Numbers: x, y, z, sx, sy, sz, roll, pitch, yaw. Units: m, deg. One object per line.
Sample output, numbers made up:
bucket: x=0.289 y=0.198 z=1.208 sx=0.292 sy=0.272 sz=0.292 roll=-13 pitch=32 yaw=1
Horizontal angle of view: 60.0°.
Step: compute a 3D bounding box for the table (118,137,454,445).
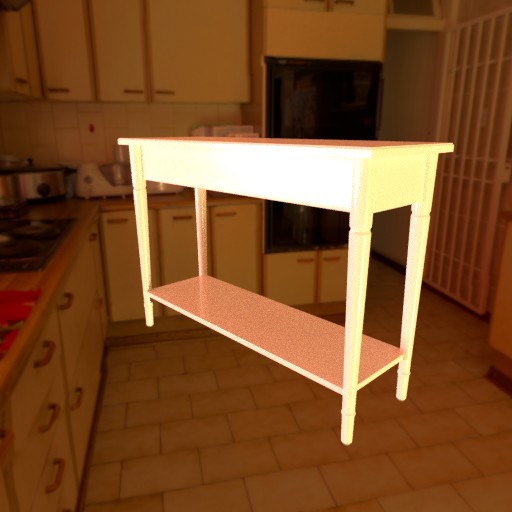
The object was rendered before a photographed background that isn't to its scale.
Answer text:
table: x=0.000 y=0.000 z=1.480 sx=0.381 sy=0.749 sz=1.067 roll=-15 pitch=22 yaw=-41
